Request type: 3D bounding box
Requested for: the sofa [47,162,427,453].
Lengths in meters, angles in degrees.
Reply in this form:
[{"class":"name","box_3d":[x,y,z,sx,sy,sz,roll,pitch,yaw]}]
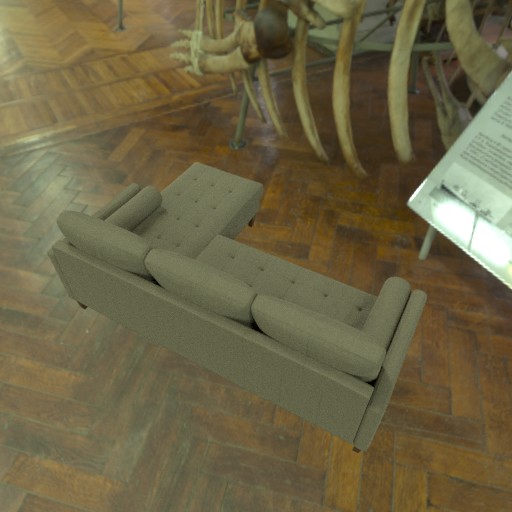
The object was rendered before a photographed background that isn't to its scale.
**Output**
[{"class":"sofa","box_3d":[0.000,0.000,2.969,2.178,0.875,1.506,22,49,20]}]
